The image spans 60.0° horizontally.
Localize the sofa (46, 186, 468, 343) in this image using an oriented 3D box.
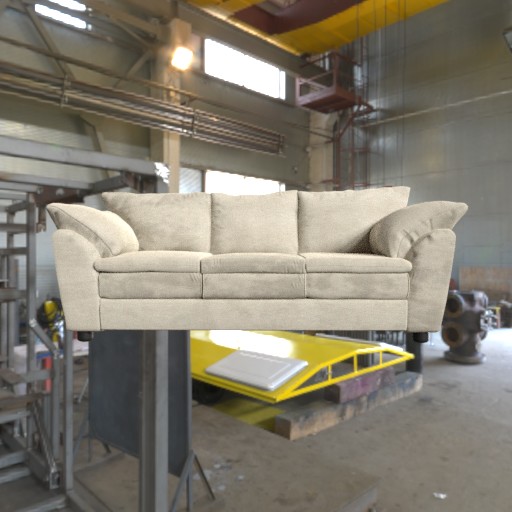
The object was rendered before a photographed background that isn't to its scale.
[{"bbox_3d":[0.000,0.000,2.875,2.377,0.981,0.893,0,0,1],"label":"sofa"}]
